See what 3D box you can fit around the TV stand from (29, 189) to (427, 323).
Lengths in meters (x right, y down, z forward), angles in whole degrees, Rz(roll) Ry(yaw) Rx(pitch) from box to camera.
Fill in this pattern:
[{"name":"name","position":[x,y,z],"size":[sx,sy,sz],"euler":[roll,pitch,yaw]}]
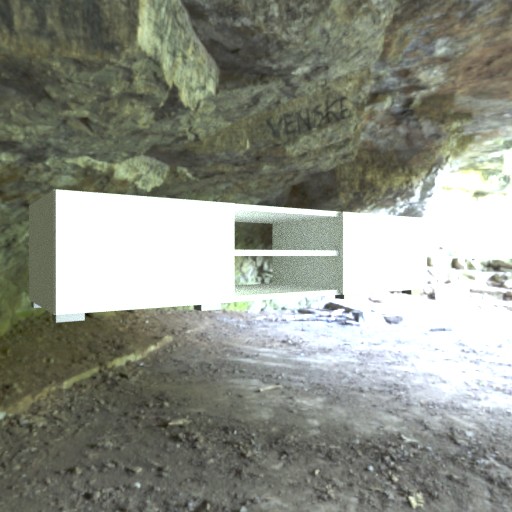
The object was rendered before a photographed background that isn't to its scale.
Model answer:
[{"name":"TV stand","position":[0.000,0.000,1.582],"size":[1.400,0.310,0.420],"euler":[0,0,-34]}]
